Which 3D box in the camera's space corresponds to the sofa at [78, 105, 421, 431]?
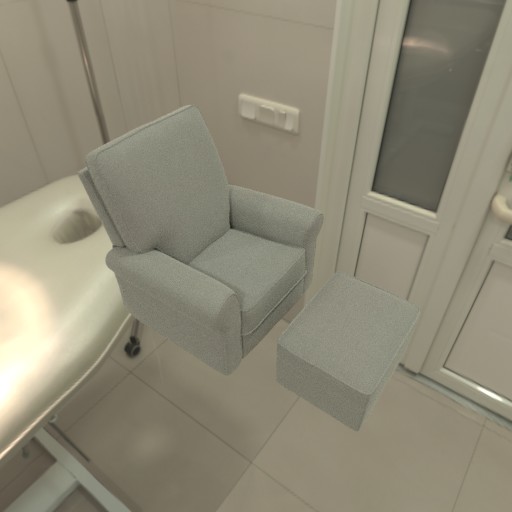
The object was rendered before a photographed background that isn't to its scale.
[{"bbox_3d":[0.000,0.000,2.067,1.478,0.959,0.880,26,48,26],"label":"sofa"}]
